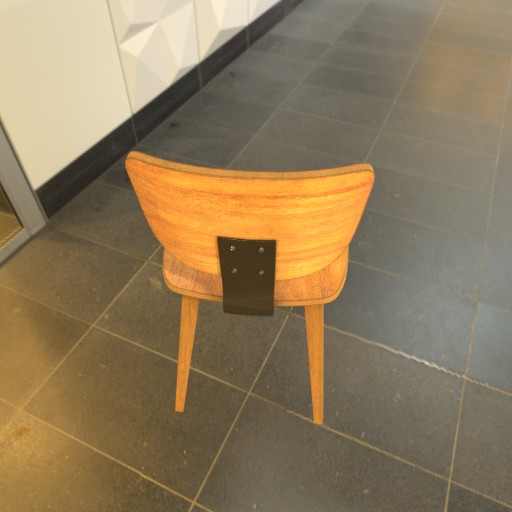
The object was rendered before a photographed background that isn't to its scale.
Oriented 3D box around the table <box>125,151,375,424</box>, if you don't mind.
[{"bbox_3d":[0.000,0.000,1.133,0.499,0.805,0.500,4,47,4],"label":"table"}]
